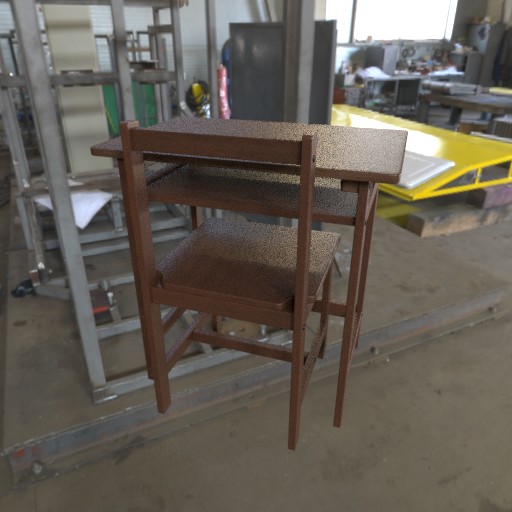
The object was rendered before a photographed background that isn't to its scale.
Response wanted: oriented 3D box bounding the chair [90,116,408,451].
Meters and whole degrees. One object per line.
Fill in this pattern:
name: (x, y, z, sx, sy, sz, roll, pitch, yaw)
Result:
chair: (0.000, 0.000, 1.052, 0.599, 0.673, 0.463, 9, 28, 17)
